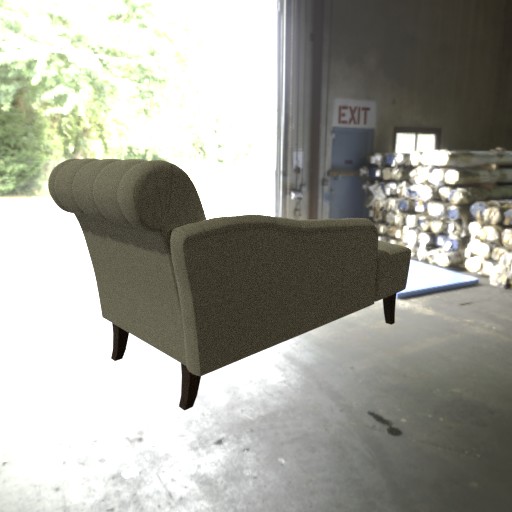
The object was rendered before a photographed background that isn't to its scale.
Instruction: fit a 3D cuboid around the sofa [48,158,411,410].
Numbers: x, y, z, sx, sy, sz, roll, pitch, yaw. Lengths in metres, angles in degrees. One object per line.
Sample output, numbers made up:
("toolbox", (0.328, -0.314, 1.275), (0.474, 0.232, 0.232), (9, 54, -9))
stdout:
("sofa", (0.000, 0.000, 1.817), (1.379, 0.787, 0.675), (-12, 18, -42))
